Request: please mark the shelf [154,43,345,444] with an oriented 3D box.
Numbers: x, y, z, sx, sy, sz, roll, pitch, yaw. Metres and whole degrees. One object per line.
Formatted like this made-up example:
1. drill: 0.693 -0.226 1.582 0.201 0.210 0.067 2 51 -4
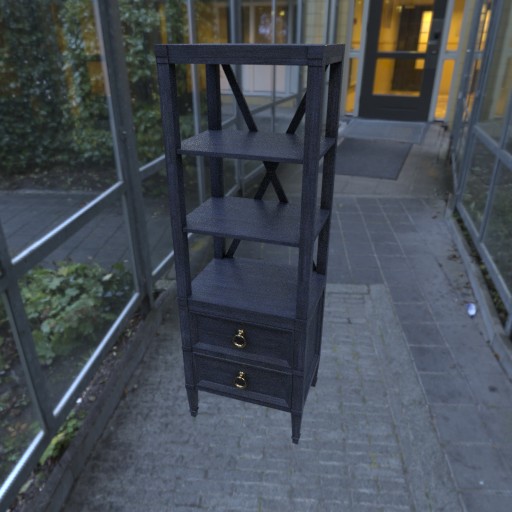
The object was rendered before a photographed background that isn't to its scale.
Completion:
1. shelf: 0.000 0.000 2.003 0.584 1.727 0.472 8 27 17
